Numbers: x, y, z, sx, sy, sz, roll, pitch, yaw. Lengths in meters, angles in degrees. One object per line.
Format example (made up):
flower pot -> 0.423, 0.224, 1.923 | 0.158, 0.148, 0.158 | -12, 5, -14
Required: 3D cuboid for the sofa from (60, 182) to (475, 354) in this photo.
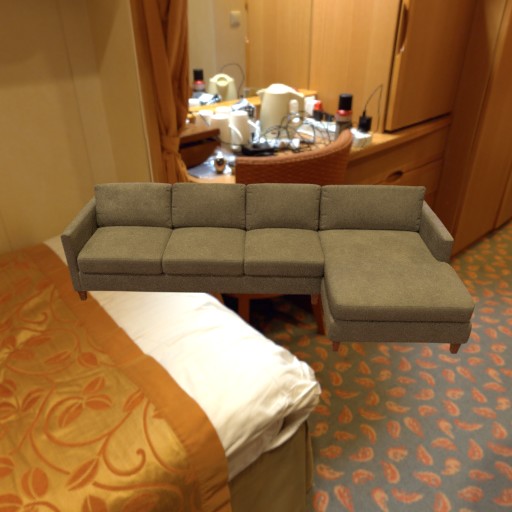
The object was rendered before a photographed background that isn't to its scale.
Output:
sofa -> 0.000, 0.000, 4.076 | 3.471, 0.950, 1.604 | 1, 30, 1
